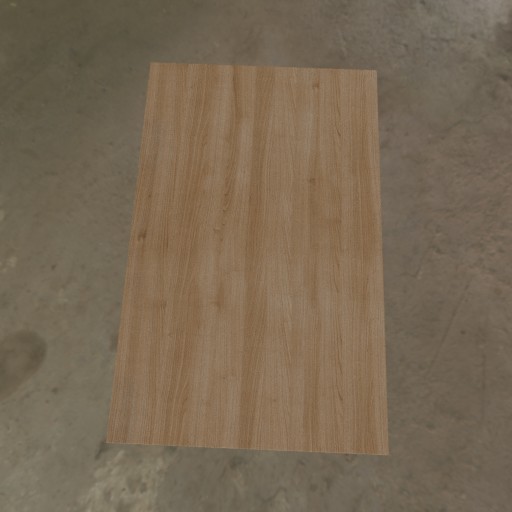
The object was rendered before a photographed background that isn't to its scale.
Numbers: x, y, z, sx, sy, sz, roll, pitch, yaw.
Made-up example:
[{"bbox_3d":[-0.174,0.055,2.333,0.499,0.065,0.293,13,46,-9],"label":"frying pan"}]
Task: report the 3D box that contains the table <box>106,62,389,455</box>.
[{"bbox_3d":[0.000,0.000,1.446,0.700,0.440,1.100,2,75,1],"label":"table"}]
